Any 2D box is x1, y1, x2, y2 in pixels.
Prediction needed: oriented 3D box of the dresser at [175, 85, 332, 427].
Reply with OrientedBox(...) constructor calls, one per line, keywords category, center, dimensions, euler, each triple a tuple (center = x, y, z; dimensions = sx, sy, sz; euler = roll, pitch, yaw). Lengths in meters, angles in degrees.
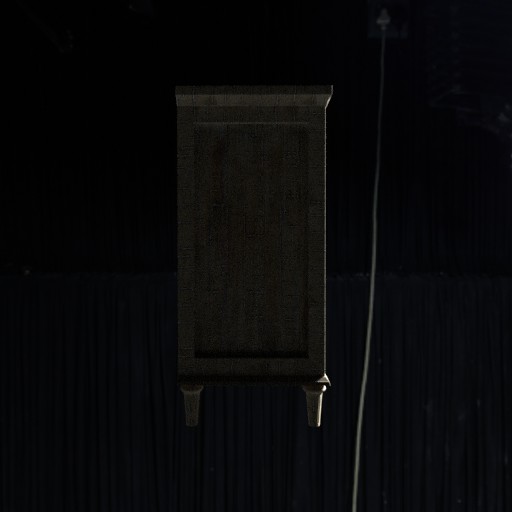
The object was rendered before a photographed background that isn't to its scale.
OrientedBox(category="dresser", center=(0.000, 0.000, 2.112), dimensions=(0.457, 1.016, 1.626), euler=(0, 1, 0))
